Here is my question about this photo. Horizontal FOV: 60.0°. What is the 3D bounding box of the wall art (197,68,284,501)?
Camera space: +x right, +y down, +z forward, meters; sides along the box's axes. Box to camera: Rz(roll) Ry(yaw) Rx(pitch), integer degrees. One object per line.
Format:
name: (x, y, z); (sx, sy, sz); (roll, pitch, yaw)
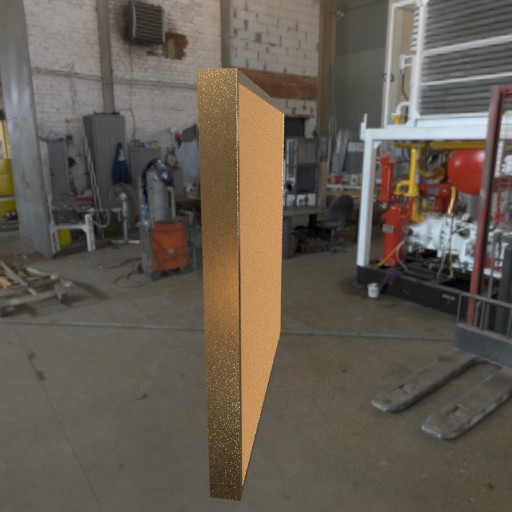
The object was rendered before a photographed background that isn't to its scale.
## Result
wall art: (0.000, 0.000, 0.743); (0.040, 0.509, 0.509); (2, 14, 9)
